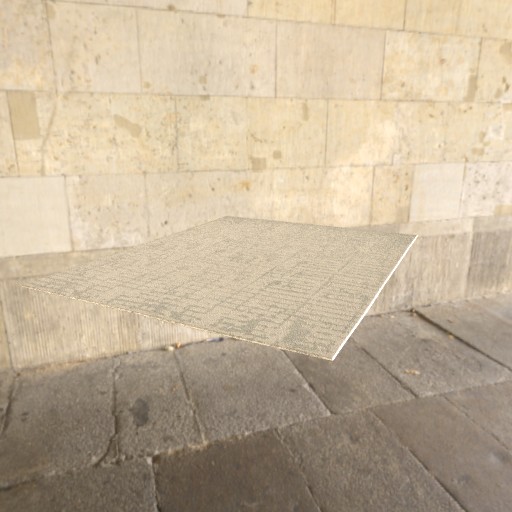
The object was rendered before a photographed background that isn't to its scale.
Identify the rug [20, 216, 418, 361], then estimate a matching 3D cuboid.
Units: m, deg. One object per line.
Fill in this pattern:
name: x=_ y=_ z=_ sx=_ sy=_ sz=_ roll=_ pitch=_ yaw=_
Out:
rug: x=0.000 y=0.000 z=4.102 sx=2.447 sy=0.014 sz=3.061 roll=8 pitch=18 yaw=26
